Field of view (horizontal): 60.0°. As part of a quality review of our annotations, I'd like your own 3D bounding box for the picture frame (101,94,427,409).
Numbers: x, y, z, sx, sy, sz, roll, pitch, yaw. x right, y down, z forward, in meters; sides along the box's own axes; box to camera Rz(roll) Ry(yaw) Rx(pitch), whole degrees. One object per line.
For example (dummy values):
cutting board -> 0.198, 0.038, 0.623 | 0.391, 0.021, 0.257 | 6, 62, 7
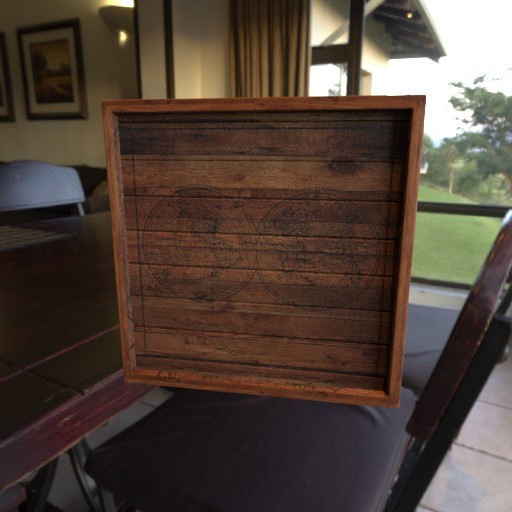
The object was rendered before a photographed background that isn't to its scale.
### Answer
picture frame -> 0.000, 0.000, 0.529 | 0.352, 0.356, 0.028 | 3, 15, 10
